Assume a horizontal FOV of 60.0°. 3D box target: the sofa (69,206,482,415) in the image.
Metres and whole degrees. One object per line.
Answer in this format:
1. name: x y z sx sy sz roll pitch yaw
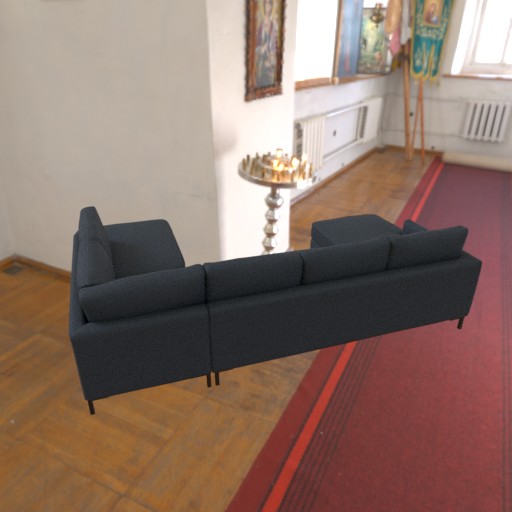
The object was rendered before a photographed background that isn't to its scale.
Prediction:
1. sofa: 0.000 0.000 3.822 2.975 0.858 1.984 -9 28 -17
